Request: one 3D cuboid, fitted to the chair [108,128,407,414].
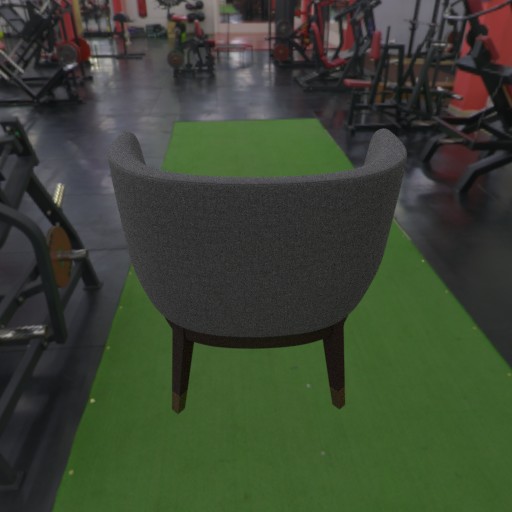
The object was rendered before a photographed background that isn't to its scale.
[{"bbox_3d":[0.000,0.000,1.217,0.639,0.695,0.698,-1,31,-2],"label":"chair"}]
